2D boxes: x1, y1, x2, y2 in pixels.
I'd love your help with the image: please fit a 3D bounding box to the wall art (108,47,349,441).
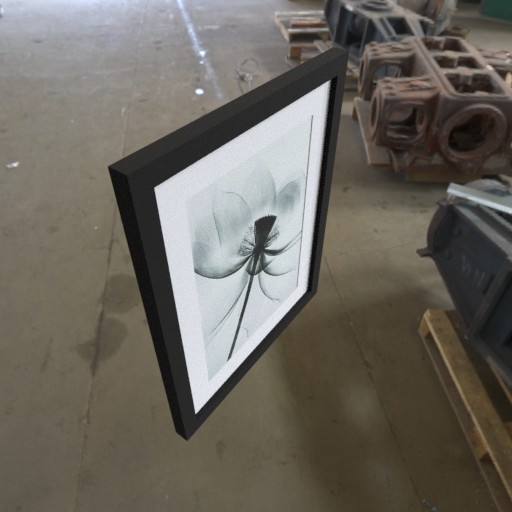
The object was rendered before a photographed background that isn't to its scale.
[{"bbox_3d":[0.000,0.000,0.758,0.029,0.559,0.457,26,48,26],"label":"wall art"}]
